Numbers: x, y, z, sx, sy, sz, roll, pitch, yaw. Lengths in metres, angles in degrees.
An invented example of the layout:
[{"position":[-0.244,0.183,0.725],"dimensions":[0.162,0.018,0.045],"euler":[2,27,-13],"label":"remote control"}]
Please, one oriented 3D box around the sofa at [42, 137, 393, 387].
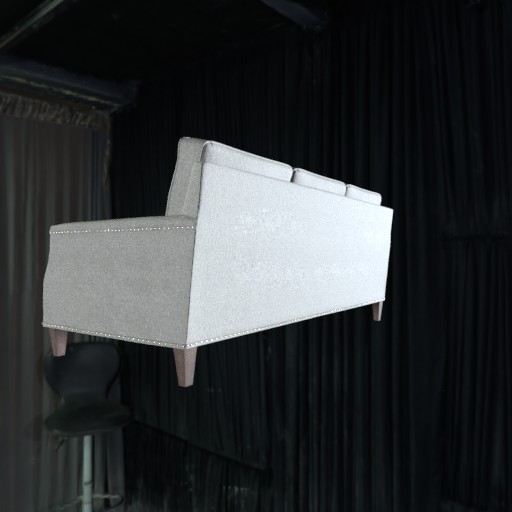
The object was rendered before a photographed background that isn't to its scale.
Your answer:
[{"position":[0.000,0.000,2.825],"dimensions":[1.084,1.003,2.246],"euler":[0,0,35],"label":"sofa"}]
